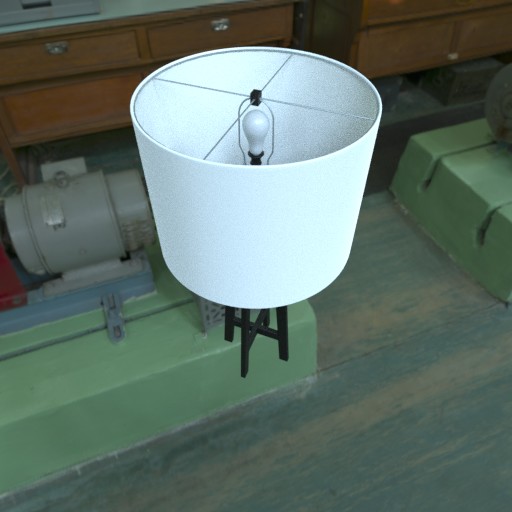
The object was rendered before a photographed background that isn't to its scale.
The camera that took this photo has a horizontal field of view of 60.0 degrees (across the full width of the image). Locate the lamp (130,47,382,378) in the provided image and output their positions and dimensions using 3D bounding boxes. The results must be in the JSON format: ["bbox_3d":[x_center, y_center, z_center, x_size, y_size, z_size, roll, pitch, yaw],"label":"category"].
[{"bbox_3d":[0.000,0.000,0.634,0.257,0.489,0.257,-17,49,-16],"label":"lamp"}]
